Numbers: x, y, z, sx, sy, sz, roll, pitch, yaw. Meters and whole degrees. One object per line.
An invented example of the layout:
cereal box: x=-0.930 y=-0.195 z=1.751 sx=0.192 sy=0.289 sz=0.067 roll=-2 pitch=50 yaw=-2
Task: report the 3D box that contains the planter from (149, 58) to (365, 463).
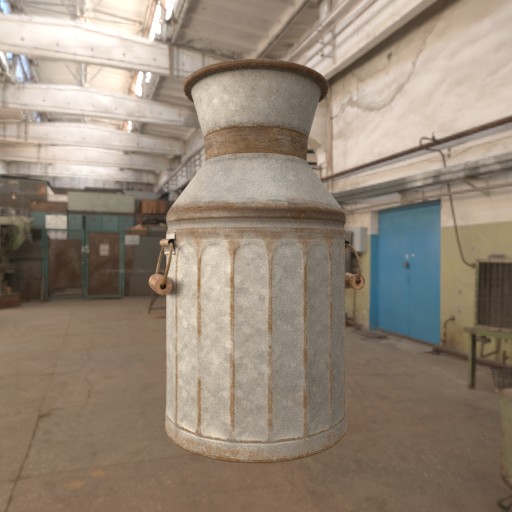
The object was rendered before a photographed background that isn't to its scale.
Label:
planter: x=0.000 y=0.000 z=0.527 sx=0.245 sy=0.396 sz=0.214 roll=0 pitch=1 yaw=-17
